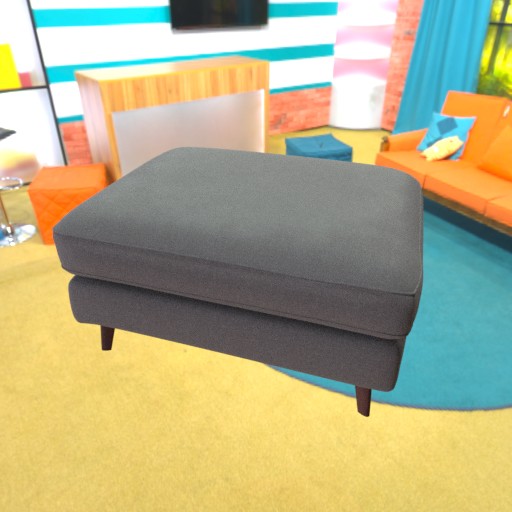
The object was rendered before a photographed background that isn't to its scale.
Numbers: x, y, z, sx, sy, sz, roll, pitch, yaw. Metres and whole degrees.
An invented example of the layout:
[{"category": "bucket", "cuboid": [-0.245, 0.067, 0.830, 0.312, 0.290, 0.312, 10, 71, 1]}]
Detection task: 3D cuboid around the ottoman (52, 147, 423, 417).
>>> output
[{"category": "ottoman", "cuboid": [0.000, 0.000, 1.191, 0.811, 0.449, 0.608, 10, 33, 15]}]
